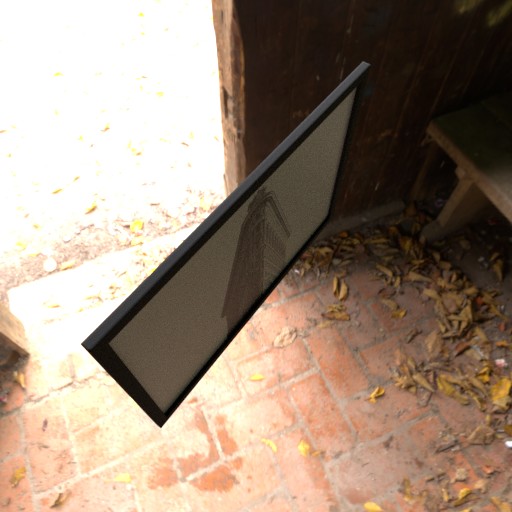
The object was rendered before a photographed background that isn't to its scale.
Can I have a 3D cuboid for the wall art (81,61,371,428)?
[{"bbox_3d":[0.000,0.000,1.223,0.026,0.656,0.958,33,64,18],"label":"wall art"}]
